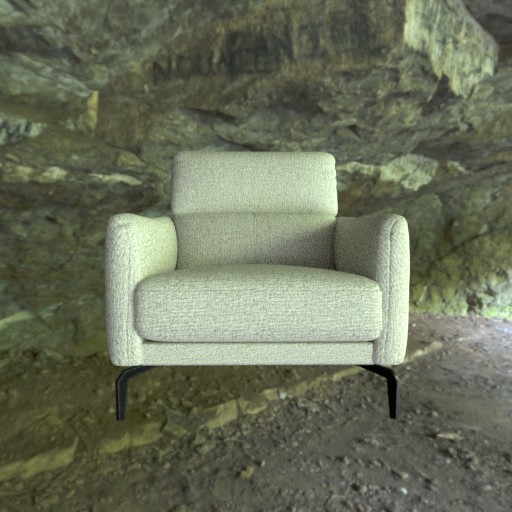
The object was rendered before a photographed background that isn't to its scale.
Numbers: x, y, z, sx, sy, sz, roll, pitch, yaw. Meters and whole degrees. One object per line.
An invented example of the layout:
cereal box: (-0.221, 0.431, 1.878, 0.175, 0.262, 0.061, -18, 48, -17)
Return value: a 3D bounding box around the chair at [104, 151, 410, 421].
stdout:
chair: (0.000, 0.000, 1.695, 0.972, 0.967, 0.835, 0, 0, -1)
